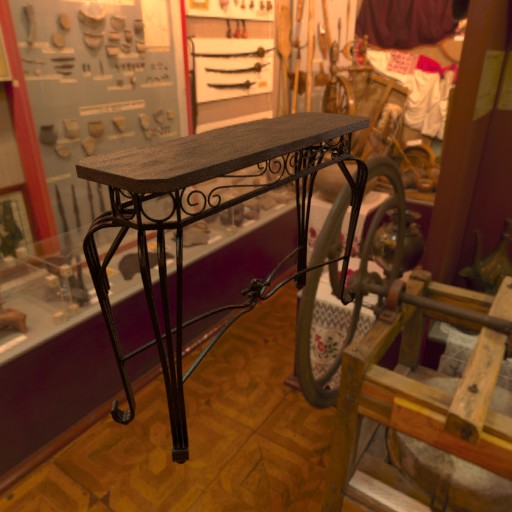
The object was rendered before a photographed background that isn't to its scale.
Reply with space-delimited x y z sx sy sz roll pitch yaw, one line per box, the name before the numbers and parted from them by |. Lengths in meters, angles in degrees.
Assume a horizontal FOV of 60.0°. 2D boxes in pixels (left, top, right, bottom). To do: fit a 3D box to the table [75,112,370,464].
table | 0.000 0.000 1.489 0.329 0.800 1.112 17 30 32
